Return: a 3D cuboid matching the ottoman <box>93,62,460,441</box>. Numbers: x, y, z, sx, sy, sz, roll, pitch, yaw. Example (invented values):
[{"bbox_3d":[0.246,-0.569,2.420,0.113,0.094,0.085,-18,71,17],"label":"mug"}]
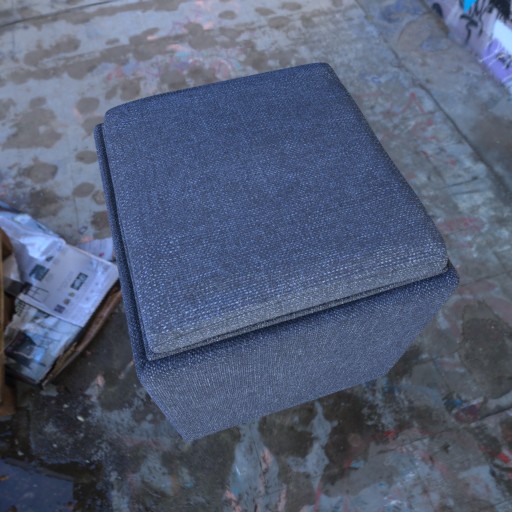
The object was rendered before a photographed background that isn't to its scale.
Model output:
[{"bbox_3d":[0.000,0.000,0.807,0.436,0.493,0.454,-15,59,-9],"label":"ottoman"}]
